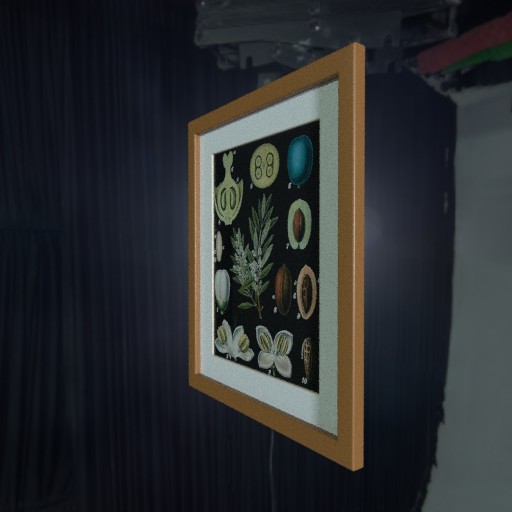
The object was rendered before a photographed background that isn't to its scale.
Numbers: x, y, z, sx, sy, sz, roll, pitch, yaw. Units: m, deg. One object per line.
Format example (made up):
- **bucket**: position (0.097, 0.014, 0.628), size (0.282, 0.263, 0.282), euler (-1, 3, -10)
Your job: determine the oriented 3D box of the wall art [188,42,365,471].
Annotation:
- **wall art**: position (0.000, 0.000, 0.519), size (0.015, 0.379, 0.310), euler (-1, 1, -36)
